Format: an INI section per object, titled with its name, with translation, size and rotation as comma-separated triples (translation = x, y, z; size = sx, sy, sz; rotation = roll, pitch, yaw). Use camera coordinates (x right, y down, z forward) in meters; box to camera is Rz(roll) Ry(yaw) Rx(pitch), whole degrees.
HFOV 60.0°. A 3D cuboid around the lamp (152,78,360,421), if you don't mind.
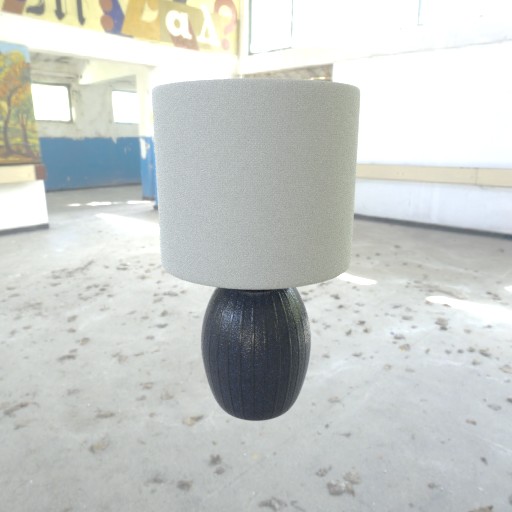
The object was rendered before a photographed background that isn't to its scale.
[lamp]
translation = 0.000, 0.000, 0.783
size = 0.329, 0.570, 0.329
rotation = 14, 20, 42
